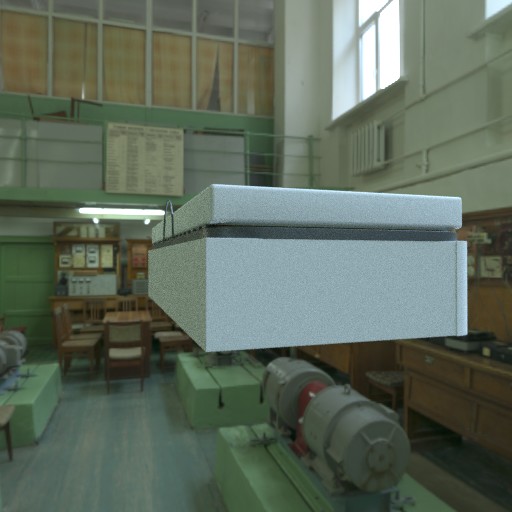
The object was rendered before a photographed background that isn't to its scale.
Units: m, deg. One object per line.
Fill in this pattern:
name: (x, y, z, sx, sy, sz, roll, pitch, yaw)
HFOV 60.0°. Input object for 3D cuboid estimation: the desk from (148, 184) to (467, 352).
desk: (0.000, 0.000, 2.215, 0.900, 0.526, 1.900, 0, 0, -18)
